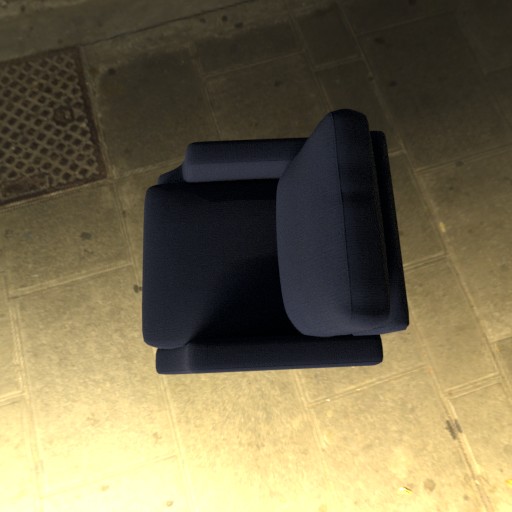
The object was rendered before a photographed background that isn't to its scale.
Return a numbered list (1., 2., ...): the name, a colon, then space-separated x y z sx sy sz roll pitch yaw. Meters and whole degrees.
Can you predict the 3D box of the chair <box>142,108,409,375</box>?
1. chair: 0.000 0.000 1.705 0.897 0.991 0.855 -2 76 -1
